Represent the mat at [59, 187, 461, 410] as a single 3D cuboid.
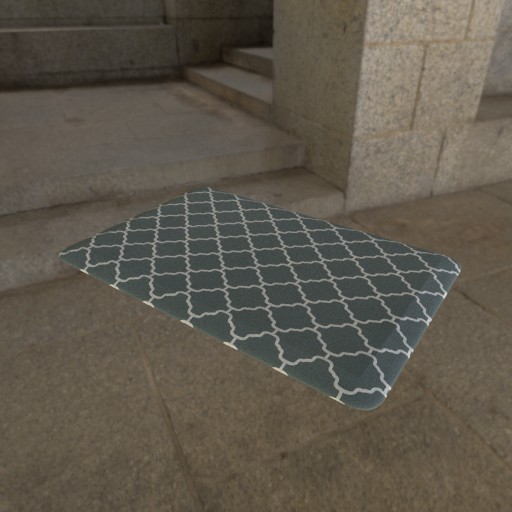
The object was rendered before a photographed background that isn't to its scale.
[{"bbox_3d":[0.000,0.000,0.977,0.762,0.021,0.508,20,36,30],"label":"mat"}]
